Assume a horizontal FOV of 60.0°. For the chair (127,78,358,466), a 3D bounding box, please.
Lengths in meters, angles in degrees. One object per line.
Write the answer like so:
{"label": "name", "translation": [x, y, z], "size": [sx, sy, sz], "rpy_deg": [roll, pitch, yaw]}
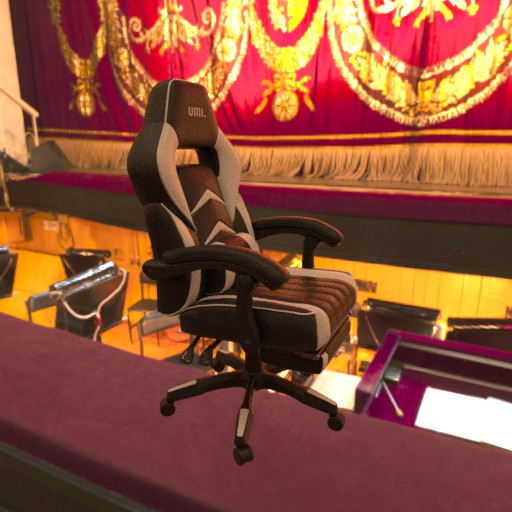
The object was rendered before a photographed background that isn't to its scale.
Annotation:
{"label": "chair", "translation": [0.000, 0.000, 1.582], "size": [0.700, 1.200, 0.676], "rpy_deg": [7, 16, 25]}
